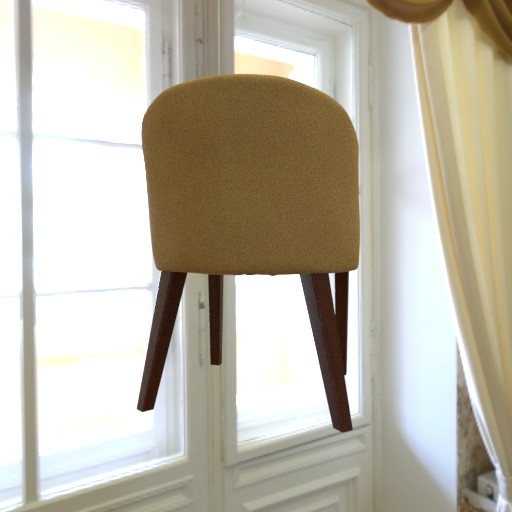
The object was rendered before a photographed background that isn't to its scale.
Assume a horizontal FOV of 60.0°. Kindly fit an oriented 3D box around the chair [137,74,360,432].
[{"bbox_3d":[0.000,0.000,1.275,0.583,0.811,0.655,0,2,15],"label":"chair"}]
